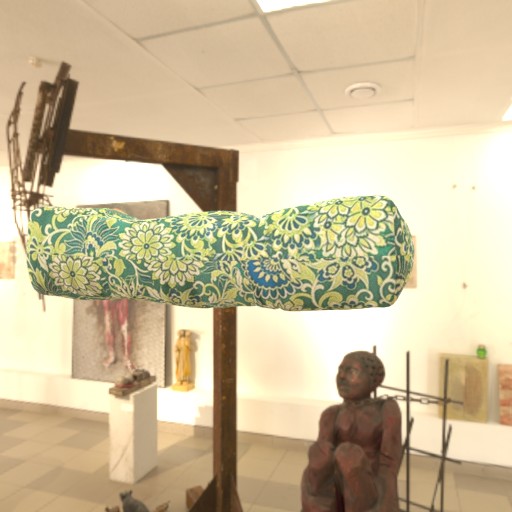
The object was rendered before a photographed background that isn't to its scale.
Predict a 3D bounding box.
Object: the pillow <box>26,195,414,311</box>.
[{"bbox_3d":[0.000,0.000,0.705,0.468,0.128,0.490,0,0,19],"label":"pillow"}]
